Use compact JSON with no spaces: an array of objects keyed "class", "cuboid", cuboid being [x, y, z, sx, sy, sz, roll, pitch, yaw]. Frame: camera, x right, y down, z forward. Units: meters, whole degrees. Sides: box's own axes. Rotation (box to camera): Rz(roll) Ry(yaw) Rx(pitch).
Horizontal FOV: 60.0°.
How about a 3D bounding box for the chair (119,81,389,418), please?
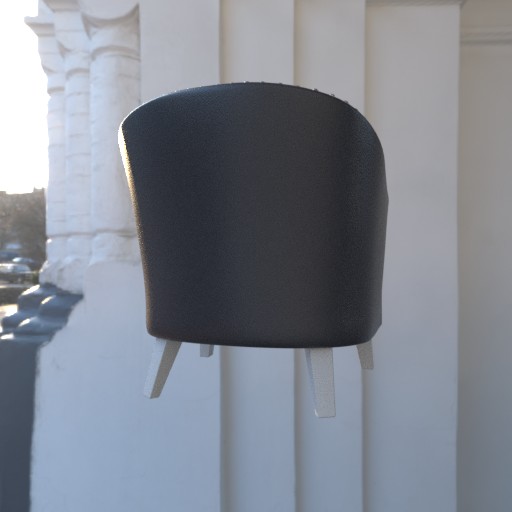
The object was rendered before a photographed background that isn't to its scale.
[{"class":"chair","cuboid":[0.000,0.000,1.406,0.794,0.823,0.748,0,0,18]}]
